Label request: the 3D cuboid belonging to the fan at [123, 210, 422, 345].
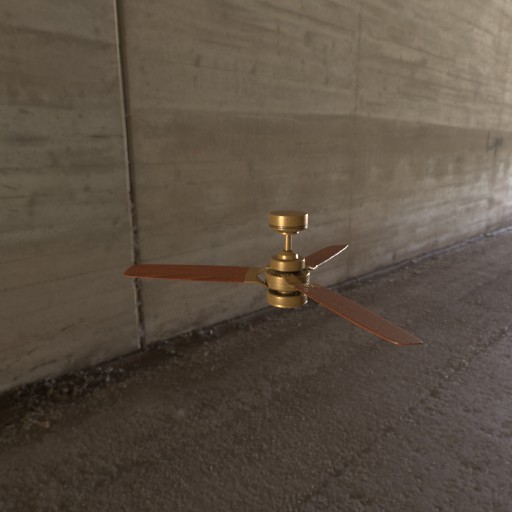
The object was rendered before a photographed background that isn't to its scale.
[{"bbox_3d":[0.000,0.000,2.091,1.271,0.425,1.416,2,14,9],"label":"fan"}]
